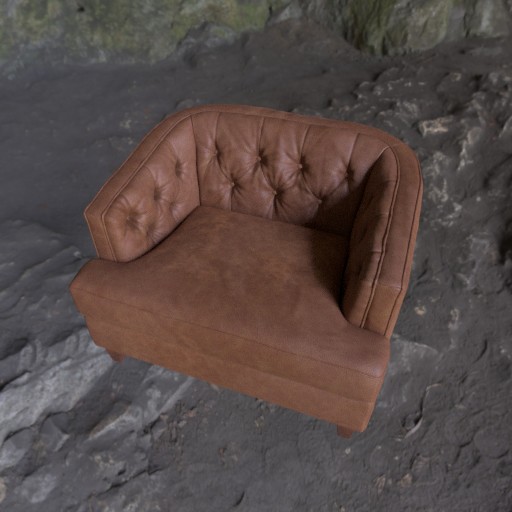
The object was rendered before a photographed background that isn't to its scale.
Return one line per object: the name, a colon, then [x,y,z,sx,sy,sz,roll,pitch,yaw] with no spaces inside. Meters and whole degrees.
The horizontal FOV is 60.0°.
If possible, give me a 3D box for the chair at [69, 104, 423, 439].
chair: [0.000,0.000,1.754,1.119,0.836,0.911,14,43,15]
